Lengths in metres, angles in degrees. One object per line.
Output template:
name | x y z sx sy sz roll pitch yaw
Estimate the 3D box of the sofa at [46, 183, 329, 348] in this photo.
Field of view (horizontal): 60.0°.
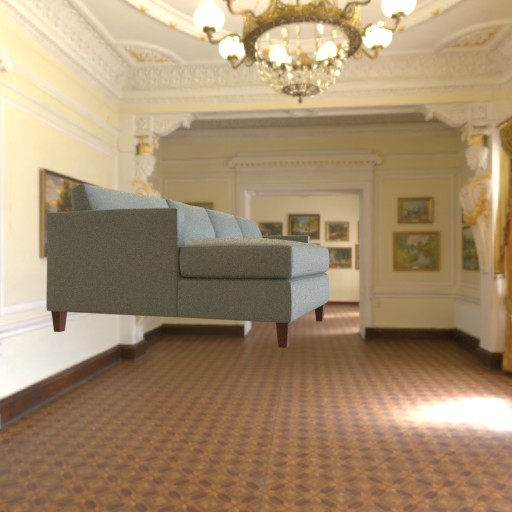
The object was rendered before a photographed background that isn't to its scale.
sofa | 0.000 0.000 4.116 1.600 0.953 3.470 0 0 19
